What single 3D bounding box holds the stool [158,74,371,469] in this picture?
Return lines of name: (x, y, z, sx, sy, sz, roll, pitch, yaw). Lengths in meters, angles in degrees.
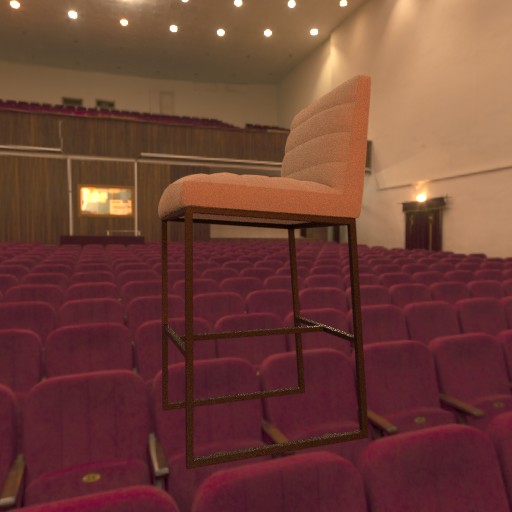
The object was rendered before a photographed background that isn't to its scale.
stool: (0.000, 0.000, 1.399, 0.573, 1.061, 0.464, -1, 2, -20)
